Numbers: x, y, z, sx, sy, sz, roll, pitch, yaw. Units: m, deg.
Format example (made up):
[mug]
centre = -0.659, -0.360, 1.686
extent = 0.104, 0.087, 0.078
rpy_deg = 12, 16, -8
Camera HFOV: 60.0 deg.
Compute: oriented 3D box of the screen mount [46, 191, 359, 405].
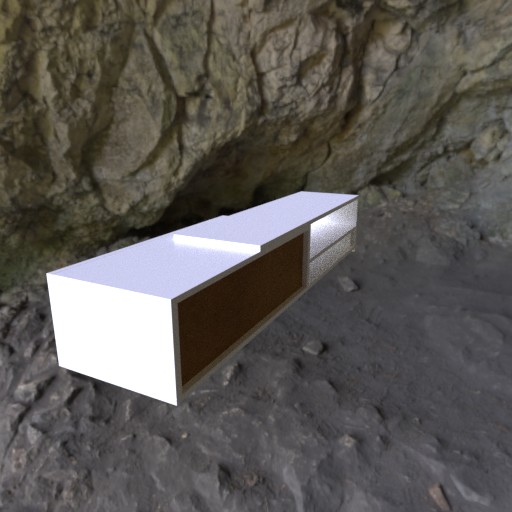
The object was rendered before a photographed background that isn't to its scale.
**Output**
[screen mount]
centre = 0.000, 0.000, 1.869
extent = 0.420, 0.320, 1.680
rpy_deg = 8, 18, 26
